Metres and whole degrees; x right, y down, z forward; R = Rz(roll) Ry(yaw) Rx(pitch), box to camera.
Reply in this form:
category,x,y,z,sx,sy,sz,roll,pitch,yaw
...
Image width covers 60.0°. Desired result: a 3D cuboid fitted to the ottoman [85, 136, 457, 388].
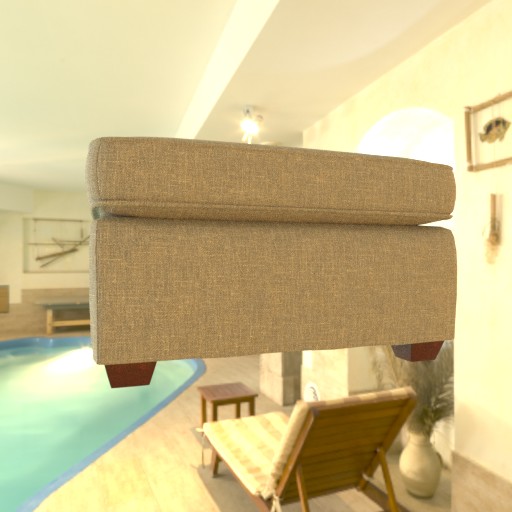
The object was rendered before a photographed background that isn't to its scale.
category,x,y,z,sx,sy,sz,roll,pitch,yaw
ottoman,0.000,0.000,1.073,0.762,0.457,0.559,0,-1,-19
